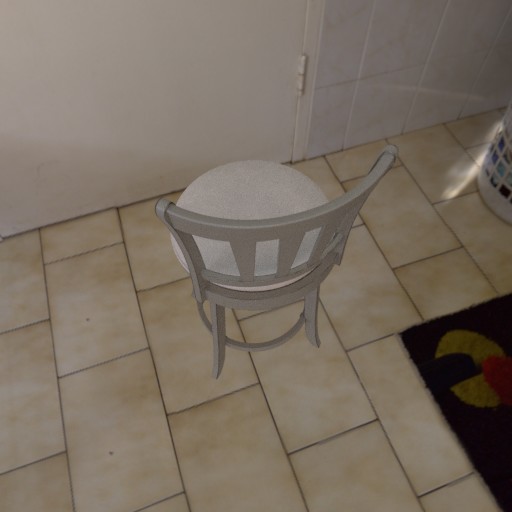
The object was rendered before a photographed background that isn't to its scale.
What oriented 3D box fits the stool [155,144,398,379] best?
[{"bbox_3d":[0.000,0.000,1.262,0.450,0.994,0.486,-15,59,-9],"label":"stool"}]
